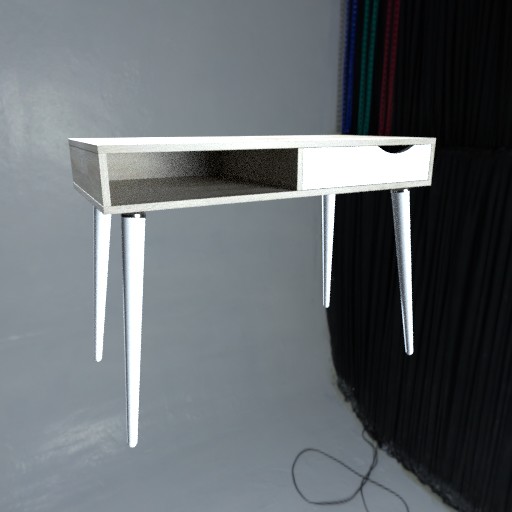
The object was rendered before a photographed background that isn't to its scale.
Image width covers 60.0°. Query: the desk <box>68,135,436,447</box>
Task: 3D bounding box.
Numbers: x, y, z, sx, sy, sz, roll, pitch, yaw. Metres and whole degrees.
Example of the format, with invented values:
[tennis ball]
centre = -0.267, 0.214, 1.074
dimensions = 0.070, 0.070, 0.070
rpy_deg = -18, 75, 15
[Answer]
[desk]
centre = 0.000, 0.000, 1.409
dimensions = 0.979, 0.723, 0.491
rpy_deg = -9, 19, -27
